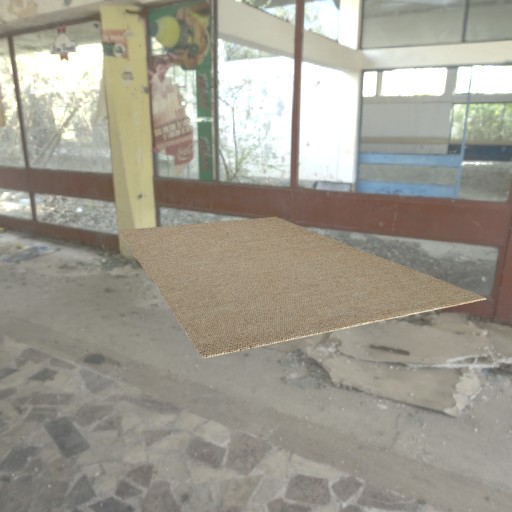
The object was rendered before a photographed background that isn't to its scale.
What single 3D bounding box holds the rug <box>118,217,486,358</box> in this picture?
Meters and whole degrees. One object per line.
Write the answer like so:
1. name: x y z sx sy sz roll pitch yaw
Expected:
1. rug: 0.000 0.000 3.059 1.533 0.011 2.439 -7 17 -23
